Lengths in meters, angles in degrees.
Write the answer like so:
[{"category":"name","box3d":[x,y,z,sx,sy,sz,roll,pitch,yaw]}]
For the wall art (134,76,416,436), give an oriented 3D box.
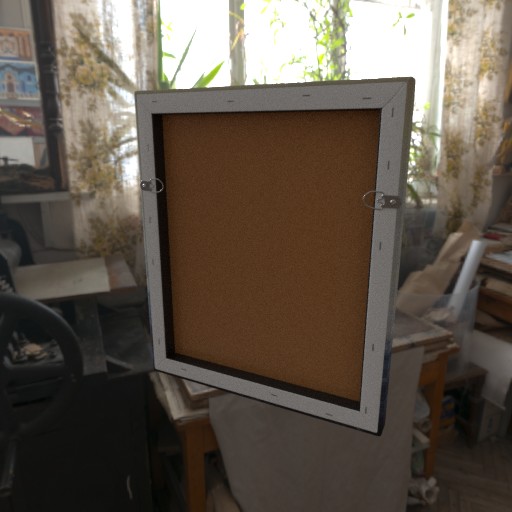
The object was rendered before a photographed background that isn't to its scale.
[{"category":"wall art","box3d":[0.000,0.000,0.983,0.608,0.710,0.041,8,17,26]}]
